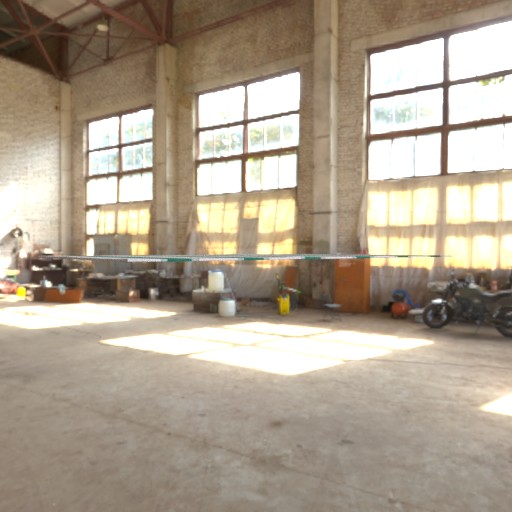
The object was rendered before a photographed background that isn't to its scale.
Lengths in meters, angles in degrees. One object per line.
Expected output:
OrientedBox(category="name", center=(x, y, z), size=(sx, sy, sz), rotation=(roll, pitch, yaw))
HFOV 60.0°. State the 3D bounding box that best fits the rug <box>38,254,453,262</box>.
OrientedBox(category="rug", center=(0.000, 0.000, 3.052), size=(2.436, 0.015, 1.521), rotation=(-1, 1, -38))
